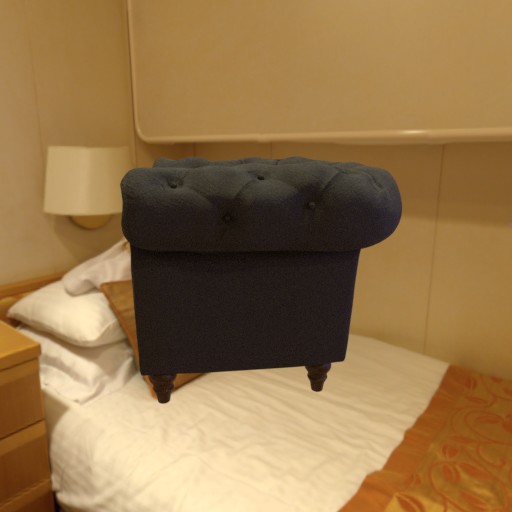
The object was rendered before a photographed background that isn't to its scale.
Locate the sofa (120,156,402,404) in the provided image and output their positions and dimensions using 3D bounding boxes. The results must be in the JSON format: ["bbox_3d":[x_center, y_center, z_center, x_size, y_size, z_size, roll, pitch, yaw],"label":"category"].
[{"bbox_3d":[0.000,0.000,2.028,1.032,0.878,1.405,-2,14,-8],"label":"sofa"}]
